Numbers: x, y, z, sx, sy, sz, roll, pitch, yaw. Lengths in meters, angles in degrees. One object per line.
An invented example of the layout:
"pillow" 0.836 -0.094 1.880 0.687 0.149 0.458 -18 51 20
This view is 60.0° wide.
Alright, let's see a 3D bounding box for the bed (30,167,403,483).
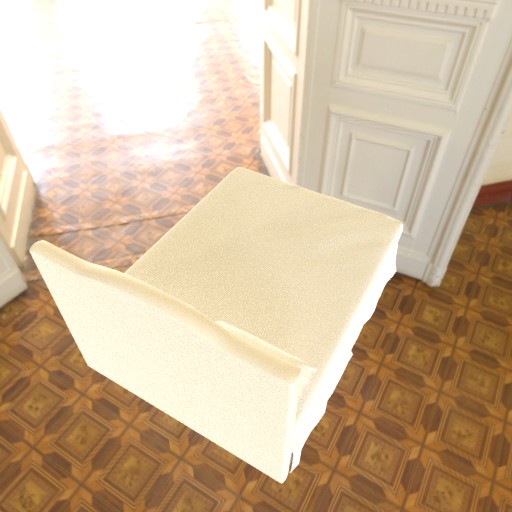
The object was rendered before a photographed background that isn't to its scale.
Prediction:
"bed" 0.000 0.000 3.373 1.821 1.436 2.282 23 50 21
